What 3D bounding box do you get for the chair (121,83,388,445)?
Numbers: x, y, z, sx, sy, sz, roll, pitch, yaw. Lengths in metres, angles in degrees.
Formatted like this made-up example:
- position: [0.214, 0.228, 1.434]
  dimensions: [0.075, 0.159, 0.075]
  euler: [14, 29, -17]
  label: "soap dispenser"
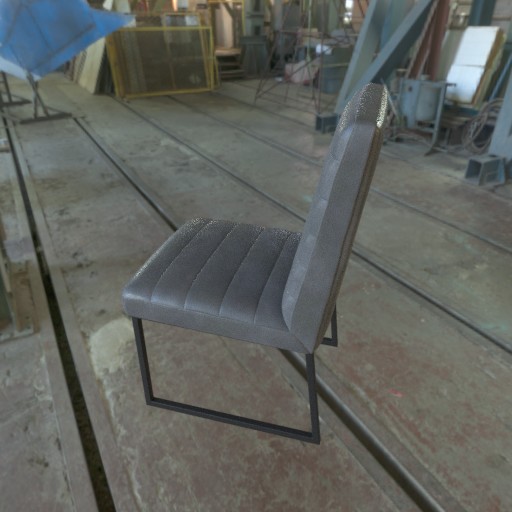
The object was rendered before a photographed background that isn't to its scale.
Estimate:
- position: [0.000, 0.000, 1.312]
  dimensions: [0.634, 0.930, 0.520]
  euler: [8, 30, 14]
  label: "chair"
